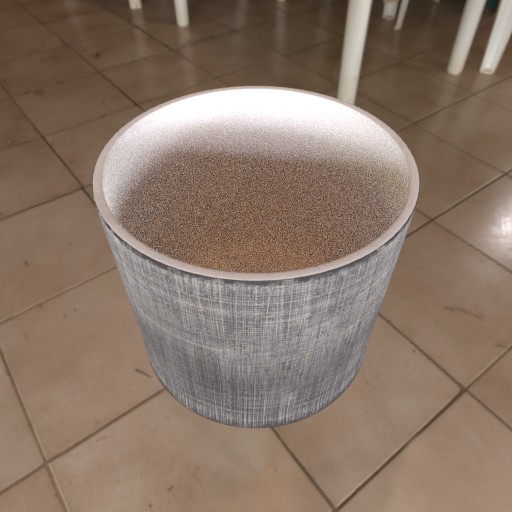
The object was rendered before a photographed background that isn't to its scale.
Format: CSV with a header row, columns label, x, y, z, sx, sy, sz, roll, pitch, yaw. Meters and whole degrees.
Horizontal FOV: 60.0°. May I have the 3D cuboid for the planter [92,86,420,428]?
label,x,y,z,sx,sy,sz,roll,pitch,yaw
planter,0.000,0.000,0.305,0.178,0.157,0.178,0,47,0
